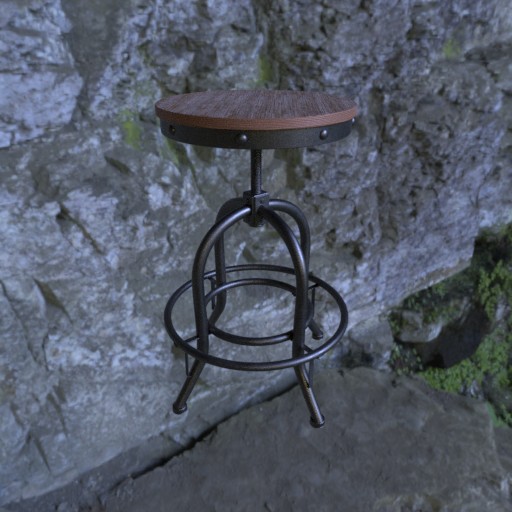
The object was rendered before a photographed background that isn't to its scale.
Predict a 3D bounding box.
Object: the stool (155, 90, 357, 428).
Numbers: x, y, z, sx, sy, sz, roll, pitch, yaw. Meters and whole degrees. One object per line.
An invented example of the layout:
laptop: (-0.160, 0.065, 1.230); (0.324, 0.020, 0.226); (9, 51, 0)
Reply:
stool: (0.000, 0.000, 0.915); (0.439, 0.609, 0.439); (-19, 32, -33)
